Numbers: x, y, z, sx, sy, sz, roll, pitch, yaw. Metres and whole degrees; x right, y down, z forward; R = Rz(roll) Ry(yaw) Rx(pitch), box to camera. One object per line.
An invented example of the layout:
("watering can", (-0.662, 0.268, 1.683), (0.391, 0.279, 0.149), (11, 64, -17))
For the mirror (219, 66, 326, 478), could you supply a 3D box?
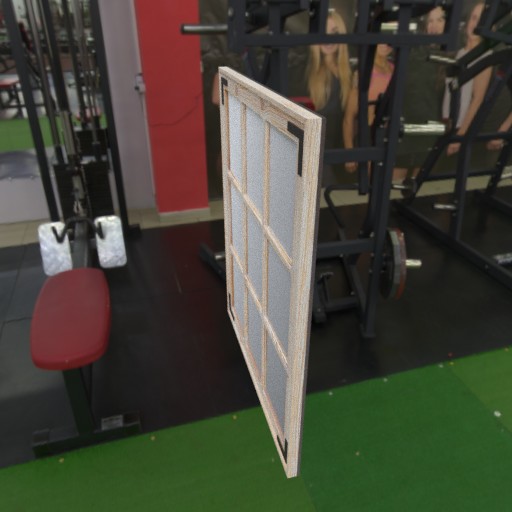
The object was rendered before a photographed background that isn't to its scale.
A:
("mirror", (0.000, 0.000, 1.211), (0.032, 0.882, 0.730), (-7, 30, -13))
